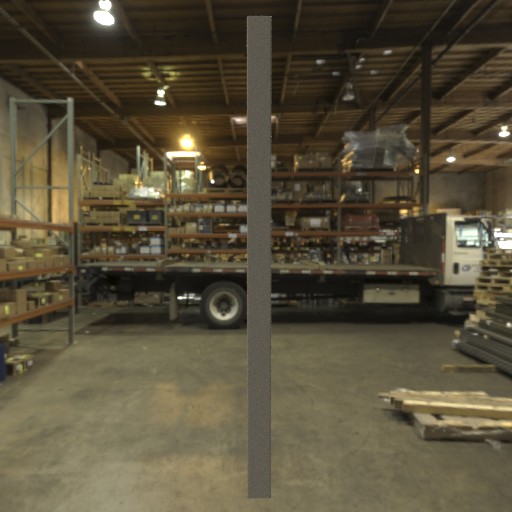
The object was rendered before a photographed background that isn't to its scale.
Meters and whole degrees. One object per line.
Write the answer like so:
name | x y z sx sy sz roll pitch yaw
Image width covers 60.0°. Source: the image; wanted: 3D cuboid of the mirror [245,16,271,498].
mirror | 0.000 0.000 0.906 0.040 0.710 0.507 0 2 -1
